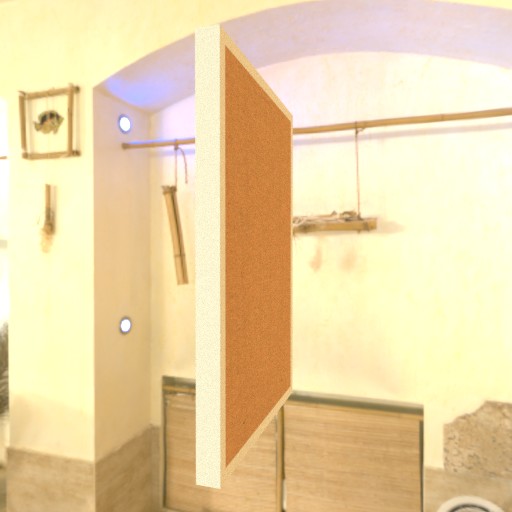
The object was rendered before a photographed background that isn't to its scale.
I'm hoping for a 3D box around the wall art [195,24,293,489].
[{"bbox_3d":[0.000,0.000,0.551,0.025,0.428,0.293,0,1,18],"label":"wall art"}]
